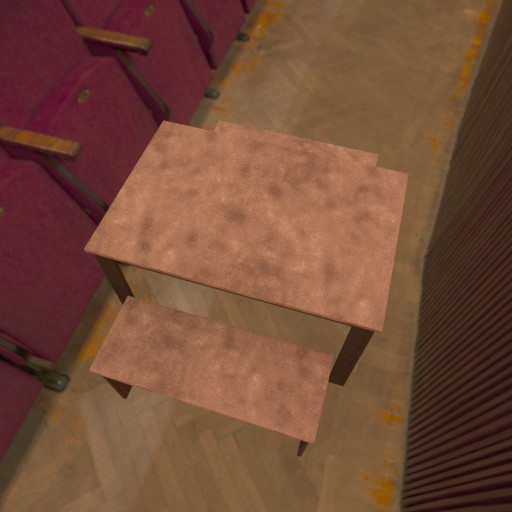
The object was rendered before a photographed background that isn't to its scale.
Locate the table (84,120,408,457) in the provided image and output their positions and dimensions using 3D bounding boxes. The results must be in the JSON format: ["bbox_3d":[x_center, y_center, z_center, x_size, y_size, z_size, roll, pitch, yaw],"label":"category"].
[{"bbox_3d":[0.000,0.000,2.031,1.100,0.700,1.443,15,59,9],"label":"table"}]
